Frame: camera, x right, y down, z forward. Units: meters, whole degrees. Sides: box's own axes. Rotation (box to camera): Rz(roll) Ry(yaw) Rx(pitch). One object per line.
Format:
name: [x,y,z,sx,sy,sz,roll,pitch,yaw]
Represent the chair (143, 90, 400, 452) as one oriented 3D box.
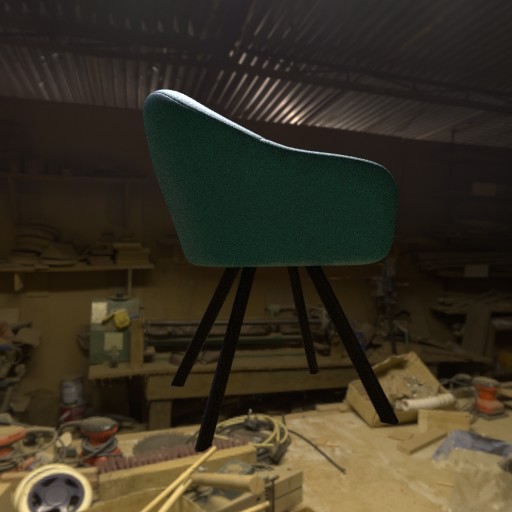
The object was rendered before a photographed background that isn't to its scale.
chair: [0.000,0.000,1.164,0.570,0.780,0.540,0,2,-17]
